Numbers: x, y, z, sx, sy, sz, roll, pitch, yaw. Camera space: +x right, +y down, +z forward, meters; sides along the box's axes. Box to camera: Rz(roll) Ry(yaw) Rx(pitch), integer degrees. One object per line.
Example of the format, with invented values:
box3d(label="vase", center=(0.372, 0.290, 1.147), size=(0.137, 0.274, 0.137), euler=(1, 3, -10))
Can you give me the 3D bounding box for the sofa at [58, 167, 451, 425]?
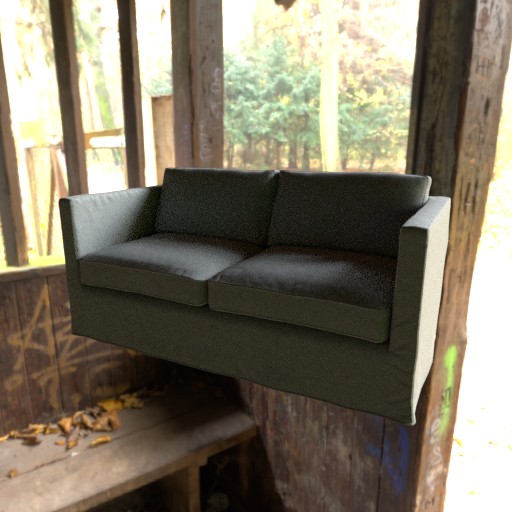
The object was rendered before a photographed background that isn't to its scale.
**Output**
box3d(label="sofa", center=(0.000, 0.000, 2.229), size=(1.727, 0.830, 0.944), euler=(7, 16, 26))
